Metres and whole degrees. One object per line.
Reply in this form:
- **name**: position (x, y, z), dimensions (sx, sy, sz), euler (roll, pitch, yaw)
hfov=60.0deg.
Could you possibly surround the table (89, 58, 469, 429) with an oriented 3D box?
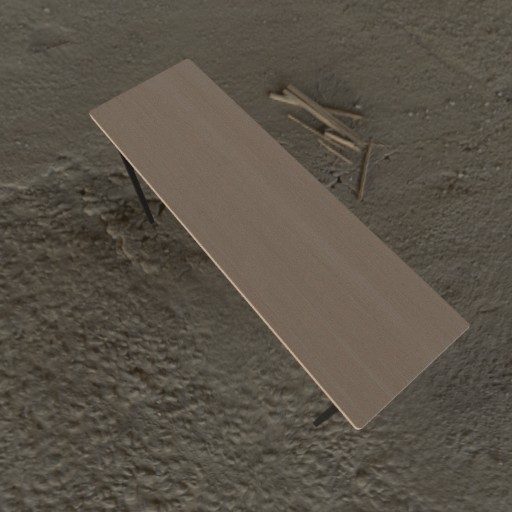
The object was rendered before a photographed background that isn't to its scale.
- **table**: position (0.000, 0.000, 1.776), dimensions (0.447, 0.750, 1.397), euler (-36, 69, -16)
